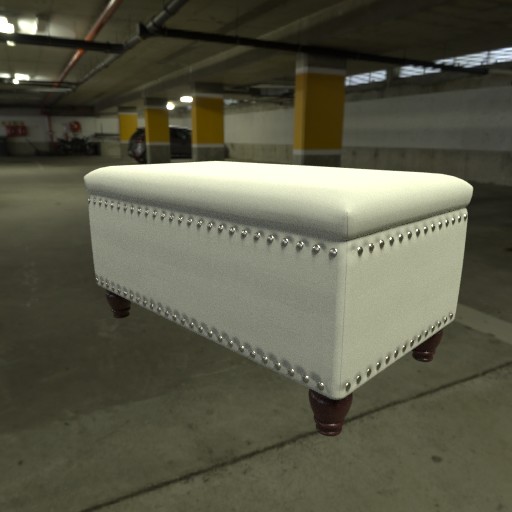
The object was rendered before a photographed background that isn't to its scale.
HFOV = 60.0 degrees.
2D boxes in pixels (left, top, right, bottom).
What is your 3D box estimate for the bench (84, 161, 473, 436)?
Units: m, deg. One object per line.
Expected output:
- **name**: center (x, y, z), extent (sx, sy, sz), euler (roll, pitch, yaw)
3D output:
- **bench**: center (0.000, 0.000, 1.170), extent (0.887, 0.449, 0.500), euler (14, 21, 43)
